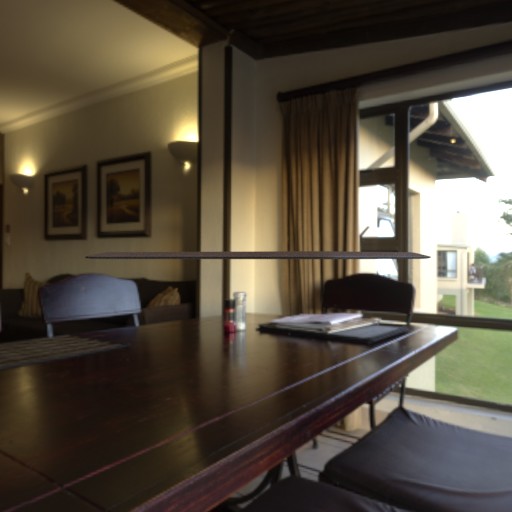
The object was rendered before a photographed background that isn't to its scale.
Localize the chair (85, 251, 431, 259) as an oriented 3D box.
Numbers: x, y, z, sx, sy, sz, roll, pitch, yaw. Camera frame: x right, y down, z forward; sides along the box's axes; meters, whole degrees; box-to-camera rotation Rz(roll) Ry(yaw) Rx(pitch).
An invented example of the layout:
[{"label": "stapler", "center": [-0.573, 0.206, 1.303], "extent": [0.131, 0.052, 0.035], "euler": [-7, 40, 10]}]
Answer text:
[{"label": "chair", "center": [0.000, 0.000, 1.903], "extent": [1.372, 0.024, 1.219], "euler": [0, 0, 17]}]
